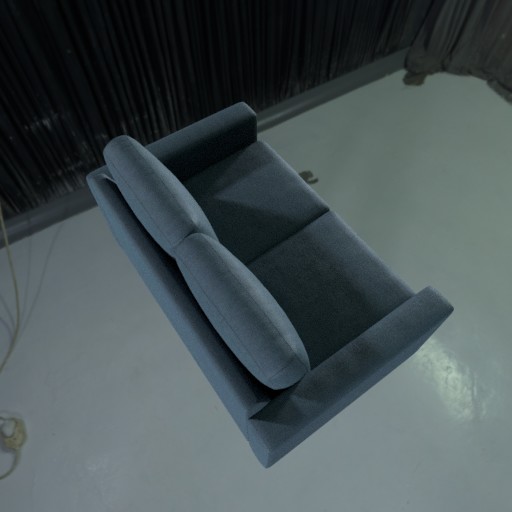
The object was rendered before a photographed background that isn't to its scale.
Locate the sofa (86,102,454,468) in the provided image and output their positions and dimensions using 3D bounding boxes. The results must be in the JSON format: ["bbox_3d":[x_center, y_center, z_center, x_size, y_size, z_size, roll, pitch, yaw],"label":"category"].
[{"bbox_3d":[0.000,0.000,2.078,0.955,0.903,1.489,-31,64,-17],"label":"sofa"}]
